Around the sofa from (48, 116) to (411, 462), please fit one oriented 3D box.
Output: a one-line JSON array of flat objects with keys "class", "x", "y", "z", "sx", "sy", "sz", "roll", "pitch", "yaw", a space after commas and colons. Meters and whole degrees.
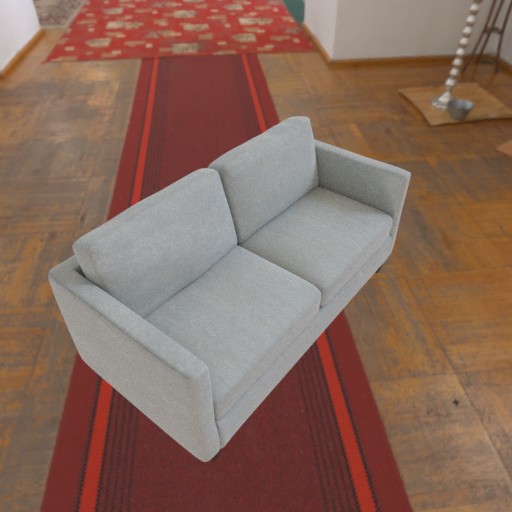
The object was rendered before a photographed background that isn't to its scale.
[{"class": "sofa", "x": 0.000, "y": 0.000, "z": 2.480, "sx": 0.950, "sy": 0.963, "sz": 1.884, "roll": 27, "pitch": 47, "yaw": 28}]
